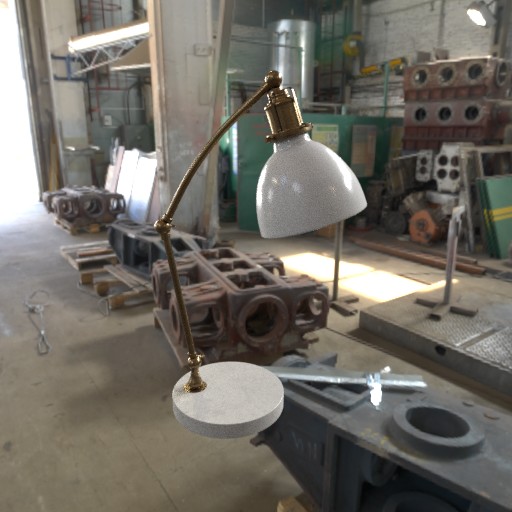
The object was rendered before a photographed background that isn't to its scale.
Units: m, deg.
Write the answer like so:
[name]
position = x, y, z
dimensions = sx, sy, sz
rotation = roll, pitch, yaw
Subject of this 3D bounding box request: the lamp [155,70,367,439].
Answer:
[lamp]
position = 0.000, 0.000, 0.674
dimensions = 0.317, 0.522, 0.186
rotation = 3, 16, 9
